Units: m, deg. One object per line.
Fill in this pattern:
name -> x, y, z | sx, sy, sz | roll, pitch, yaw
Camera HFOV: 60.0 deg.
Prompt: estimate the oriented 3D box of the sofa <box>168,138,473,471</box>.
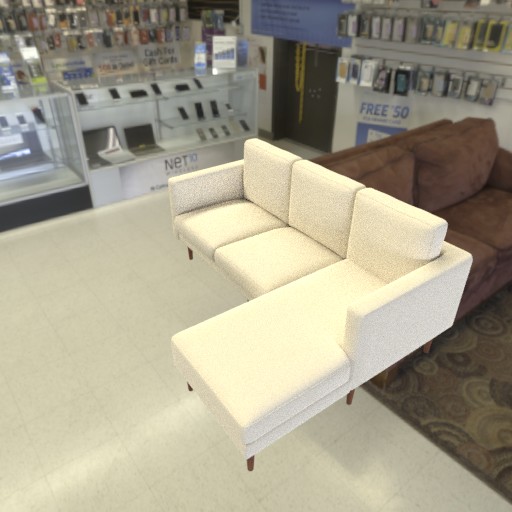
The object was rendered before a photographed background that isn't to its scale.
sofa -> 0.000, 0.000, 2.899 | 1.580, 0.899, 2.029 | -21, 38, -29
